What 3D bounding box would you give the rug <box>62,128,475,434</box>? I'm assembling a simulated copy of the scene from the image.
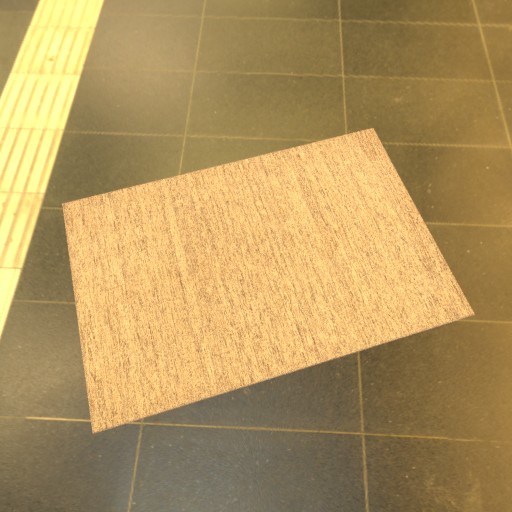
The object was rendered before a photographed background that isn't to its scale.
[{"bbox_3d":[0.000,0.000,2.284,1.840,0.013,1.225,-15,65,-7],"label":"rug"}]
